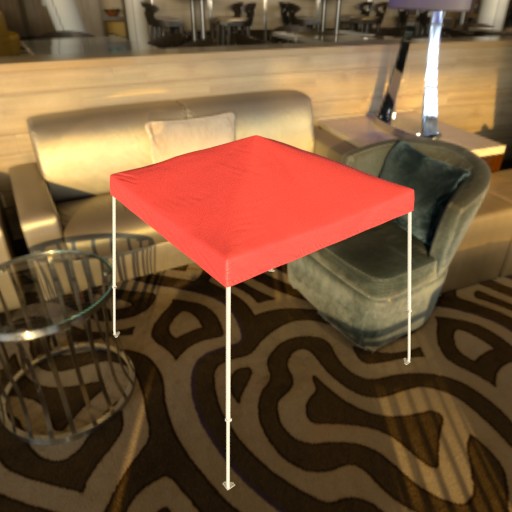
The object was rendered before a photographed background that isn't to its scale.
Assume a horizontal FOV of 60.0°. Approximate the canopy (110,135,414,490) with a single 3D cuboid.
[{"bbox_3d":[0.000,0.000,6.612,3.599,3.600,3.600,-21,36,-31],"label":"canopy"}]
